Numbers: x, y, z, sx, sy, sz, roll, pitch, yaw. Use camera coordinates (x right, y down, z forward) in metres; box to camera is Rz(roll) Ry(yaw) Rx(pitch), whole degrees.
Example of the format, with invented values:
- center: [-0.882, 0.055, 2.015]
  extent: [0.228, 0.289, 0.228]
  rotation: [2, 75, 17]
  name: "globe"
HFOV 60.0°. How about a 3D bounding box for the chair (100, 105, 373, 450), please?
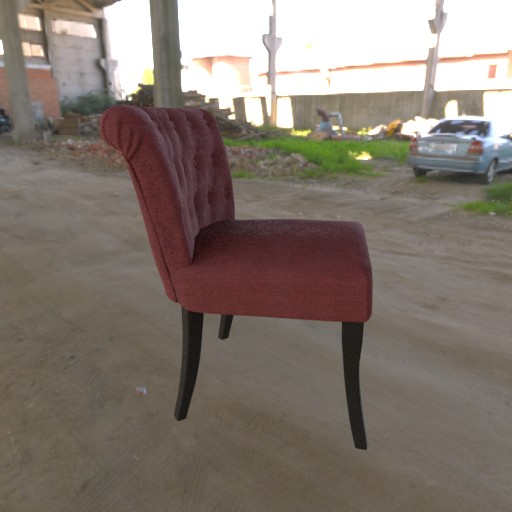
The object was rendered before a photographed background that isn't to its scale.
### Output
- center: [0.000, 0.000, 1.175]
  extent: [0.605, 0.750, 0.582]
  rotation: [3, 18, 10]
  name: "chair"
